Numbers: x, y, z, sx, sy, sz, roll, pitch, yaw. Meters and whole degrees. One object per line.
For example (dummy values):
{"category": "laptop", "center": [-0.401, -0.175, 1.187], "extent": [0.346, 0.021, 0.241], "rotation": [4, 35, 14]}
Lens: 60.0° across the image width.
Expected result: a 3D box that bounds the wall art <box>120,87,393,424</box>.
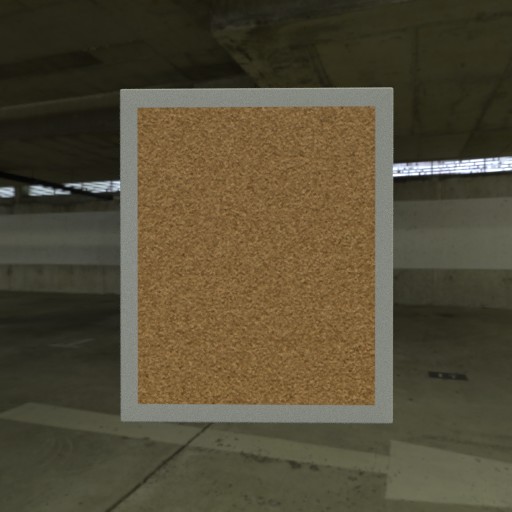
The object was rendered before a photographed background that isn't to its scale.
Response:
{"category": "wall art", "center": [0.000, 0.000, 0.750], "extent": [0.454, 0.556, 0.028], "rotation": [0, 0, 1]}
